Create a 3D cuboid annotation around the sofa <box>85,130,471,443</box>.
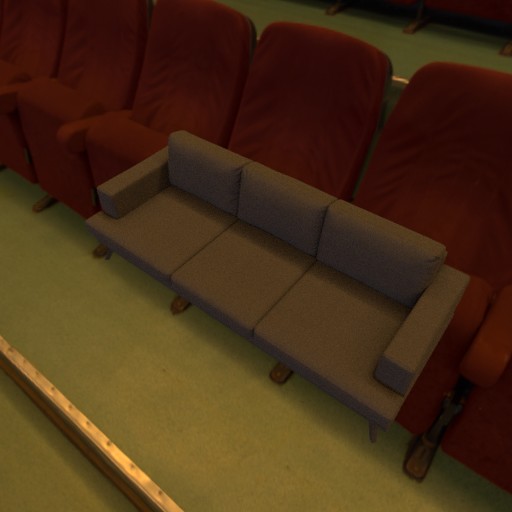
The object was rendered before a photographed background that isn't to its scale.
[{"bbox_3d":[0.000,0.000,2.794,2.310,0.810,0.920,29,52,26],"label":"sofa"}]
